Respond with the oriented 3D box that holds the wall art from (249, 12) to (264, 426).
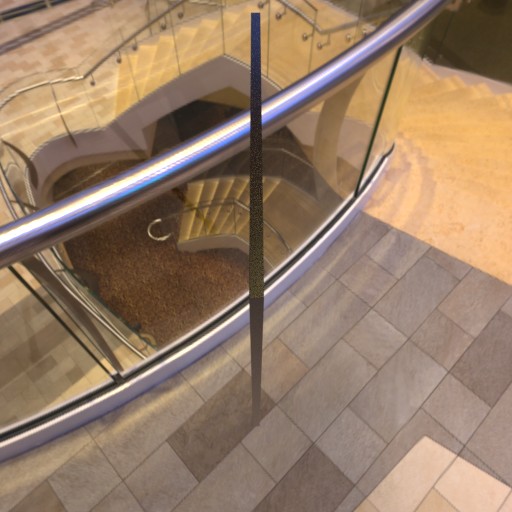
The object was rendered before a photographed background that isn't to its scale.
[{"bbox_3d":[0.000,0.000,0.753,0.013,0.582,0.442,0,59,0],"label":"wall art"}]
